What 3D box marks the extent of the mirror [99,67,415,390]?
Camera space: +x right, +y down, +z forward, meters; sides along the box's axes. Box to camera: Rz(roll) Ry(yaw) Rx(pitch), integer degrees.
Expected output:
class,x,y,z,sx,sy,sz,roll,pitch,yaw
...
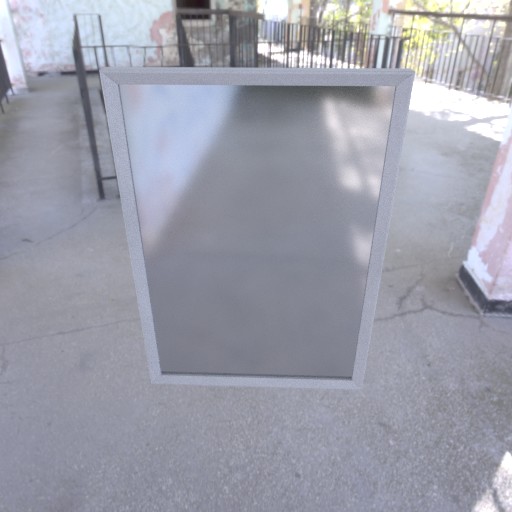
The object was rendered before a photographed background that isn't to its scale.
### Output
class,x,y,z,sx,sy,sz,roll,pitch,yaw
mirror,0.000,0.000,0.905,0.507,0.710,0.039,1,30,2
